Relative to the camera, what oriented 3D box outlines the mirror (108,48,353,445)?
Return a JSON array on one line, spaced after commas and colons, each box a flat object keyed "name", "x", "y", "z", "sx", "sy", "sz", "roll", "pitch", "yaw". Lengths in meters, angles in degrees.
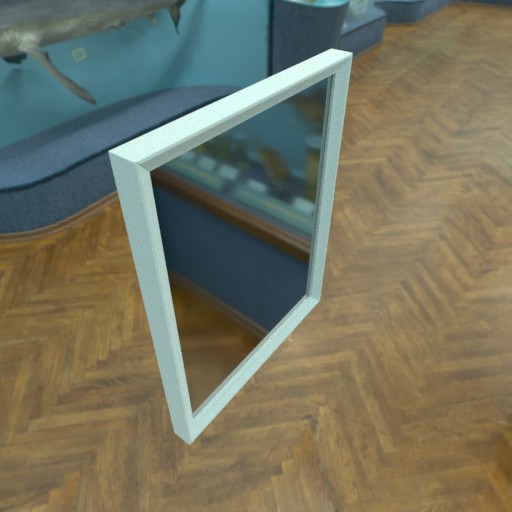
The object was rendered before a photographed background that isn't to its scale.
[{"name": "mirror", "x": 0.000, "y": 0.000, "z": 0.684, "sx": 0.041, "sy": 0.509, "sz": 0.406, "roll": 26, "pitch": 47, "yaw": 28}]
